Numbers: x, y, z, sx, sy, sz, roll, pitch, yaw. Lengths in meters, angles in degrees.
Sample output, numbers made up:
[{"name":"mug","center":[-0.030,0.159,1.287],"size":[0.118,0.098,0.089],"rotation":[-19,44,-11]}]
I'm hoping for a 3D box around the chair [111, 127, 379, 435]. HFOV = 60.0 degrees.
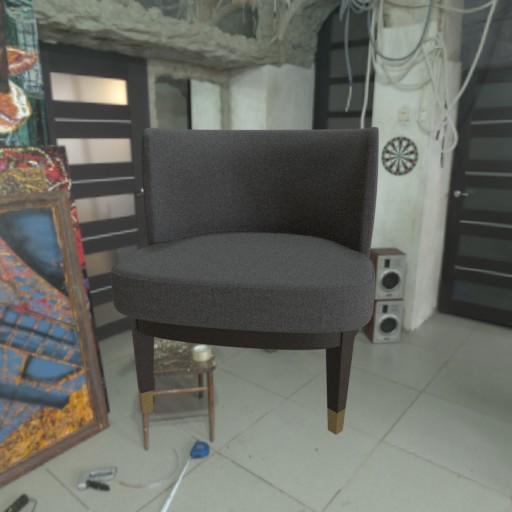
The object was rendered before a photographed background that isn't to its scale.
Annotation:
[{"name":"chair","center":[0.000,0.000,1.244],"size":[0.639,0.695,0.698],"rotation":[3,15,10]}]
